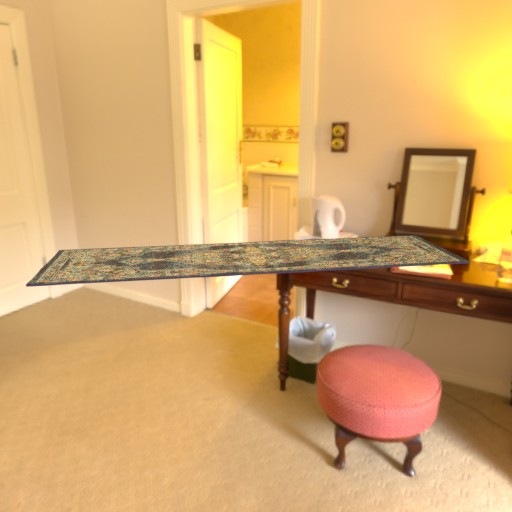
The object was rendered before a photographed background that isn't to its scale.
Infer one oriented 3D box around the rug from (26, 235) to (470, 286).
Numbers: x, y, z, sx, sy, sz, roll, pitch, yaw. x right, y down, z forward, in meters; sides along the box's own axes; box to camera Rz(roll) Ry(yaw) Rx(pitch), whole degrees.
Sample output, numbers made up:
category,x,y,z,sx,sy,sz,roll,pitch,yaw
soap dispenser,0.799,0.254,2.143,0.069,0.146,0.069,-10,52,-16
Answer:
category,x,y,z,sx,sy,sz,roll,pitch,yaw
rug,0.000,0.000,2.530,2.283,0.016,0.602,-3,17,-9
